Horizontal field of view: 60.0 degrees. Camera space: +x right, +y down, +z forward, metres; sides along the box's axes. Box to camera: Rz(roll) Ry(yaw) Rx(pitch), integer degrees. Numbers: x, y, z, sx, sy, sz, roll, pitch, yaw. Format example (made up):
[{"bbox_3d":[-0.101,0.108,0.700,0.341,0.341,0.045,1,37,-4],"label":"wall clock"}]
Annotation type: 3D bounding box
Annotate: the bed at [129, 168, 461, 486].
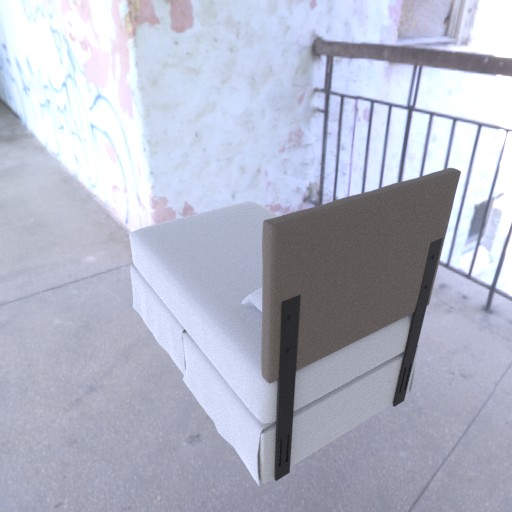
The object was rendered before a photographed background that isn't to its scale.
[{"bbox_3d":[0.000,0.000,2.996,1.261,1.571,1.997,-18,35,-28],"label":"bed"}]
